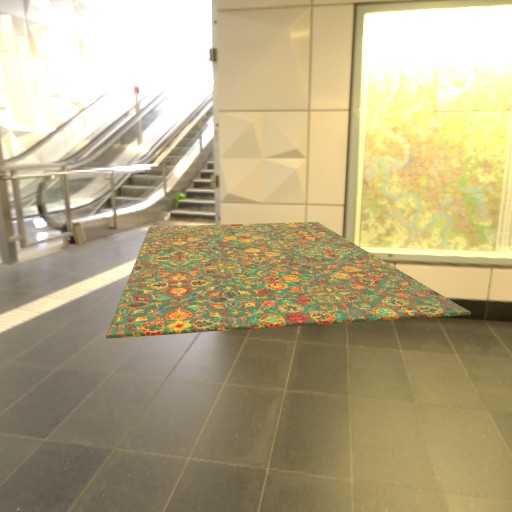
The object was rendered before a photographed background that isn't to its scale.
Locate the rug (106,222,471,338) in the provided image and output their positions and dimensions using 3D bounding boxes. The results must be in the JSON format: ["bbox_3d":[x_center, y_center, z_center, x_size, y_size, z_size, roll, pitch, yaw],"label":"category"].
[{"bbox_3d":[0.000,0.000,2.897,1.527,0.016,2.290,-2,15,-9],"label":"rug"}]
